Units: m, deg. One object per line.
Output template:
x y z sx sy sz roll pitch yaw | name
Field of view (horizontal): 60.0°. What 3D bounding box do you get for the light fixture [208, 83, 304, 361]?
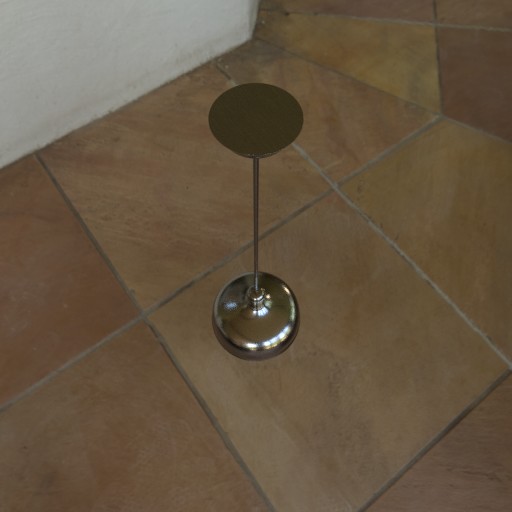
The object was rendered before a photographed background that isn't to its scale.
0.000 0.000 1.081 0.299 0.935 0.299 -31 68 -14 | light fixture
